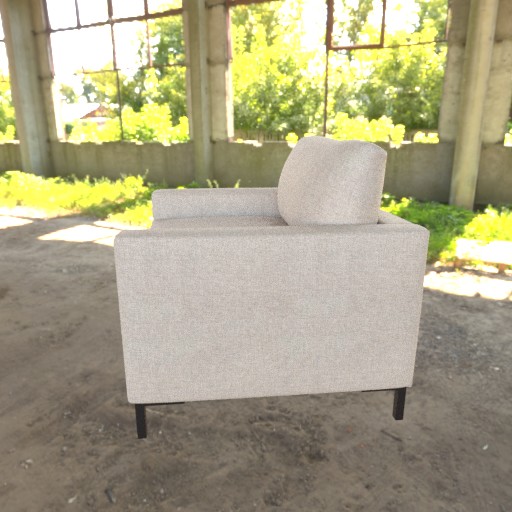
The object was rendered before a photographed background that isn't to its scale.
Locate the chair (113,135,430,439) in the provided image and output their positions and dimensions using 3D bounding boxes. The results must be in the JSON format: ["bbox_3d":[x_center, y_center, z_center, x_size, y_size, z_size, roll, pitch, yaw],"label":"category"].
[{"bbox_3d":[0.000,0.000,1.654,0.866,0.861,0.963,-2,16,-6],"label":"chair"}]
